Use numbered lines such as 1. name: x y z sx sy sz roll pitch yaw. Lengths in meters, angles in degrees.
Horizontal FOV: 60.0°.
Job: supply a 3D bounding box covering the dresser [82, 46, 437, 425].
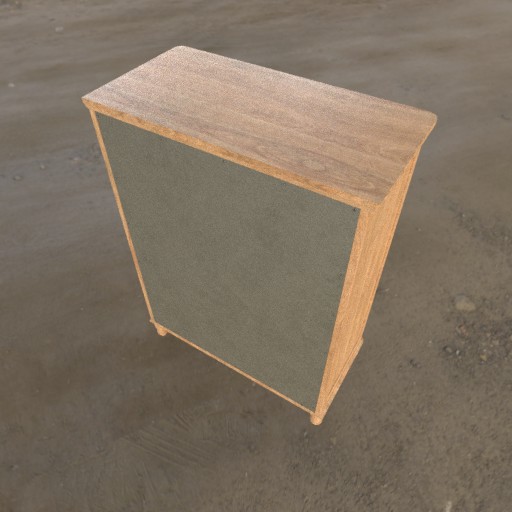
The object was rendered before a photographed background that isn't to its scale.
1. dresser: 0.000 0.000 1.814 0.973 1.318 0.484 24 51 21
